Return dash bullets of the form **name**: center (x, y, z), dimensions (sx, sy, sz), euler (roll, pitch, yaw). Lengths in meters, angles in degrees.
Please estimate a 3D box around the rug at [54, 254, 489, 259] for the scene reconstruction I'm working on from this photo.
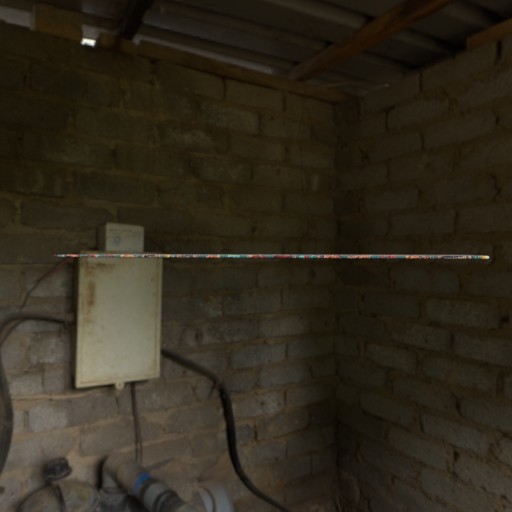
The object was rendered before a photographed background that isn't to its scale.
- **rug**: center (0.000, 0.000, 2.528), dimensions (2.286, 0.013, 0.686), euler (0, 1, 19)
